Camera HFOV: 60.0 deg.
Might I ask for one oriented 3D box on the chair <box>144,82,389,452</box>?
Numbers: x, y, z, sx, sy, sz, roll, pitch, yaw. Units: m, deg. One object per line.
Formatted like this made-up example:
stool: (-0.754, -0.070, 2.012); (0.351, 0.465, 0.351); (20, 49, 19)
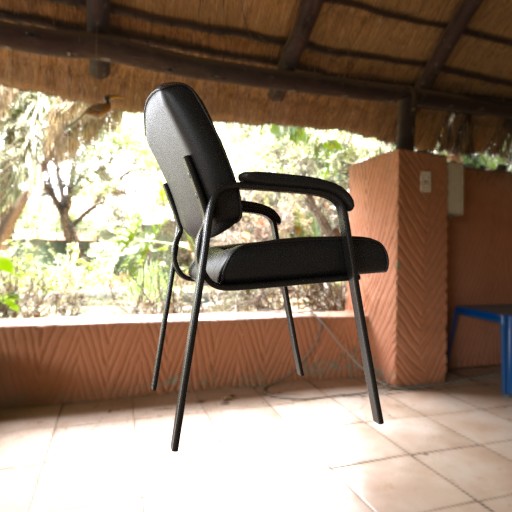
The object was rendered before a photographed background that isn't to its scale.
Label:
chair: (0.000, 0.000, 1.368); (0.668, 0.910, 0.591); (0, 0, -18)
